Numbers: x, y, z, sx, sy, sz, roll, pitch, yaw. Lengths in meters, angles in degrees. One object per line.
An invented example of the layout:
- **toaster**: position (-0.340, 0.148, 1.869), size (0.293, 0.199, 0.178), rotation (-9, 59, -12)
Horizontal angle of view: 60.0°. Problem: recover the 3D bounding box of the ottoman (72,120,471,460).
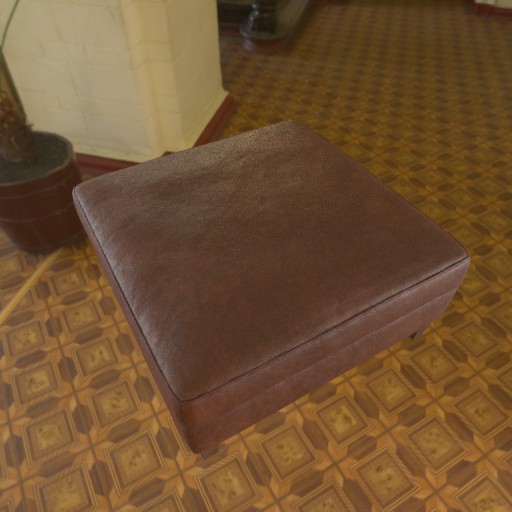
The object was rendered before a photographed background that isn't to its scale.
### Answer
- **ottoman**: position (0.000, 0.000, 1.329), size (0.836, 0.415, 0.844), rotation (-23, 50, -21)
